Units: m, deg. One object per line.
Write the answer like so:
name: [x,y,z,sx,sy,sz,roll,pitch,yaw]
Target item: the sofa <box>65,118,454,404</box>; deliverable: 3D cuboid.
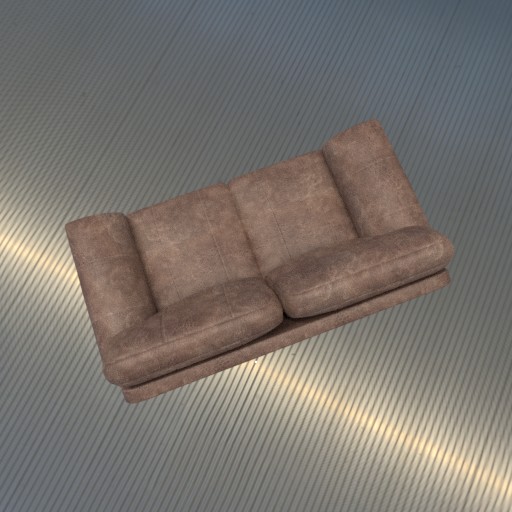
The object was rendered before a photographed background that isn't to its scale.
sofa: [0.000,0.000,2.330,1.753,0.991,0.991,-20,77,-5]
